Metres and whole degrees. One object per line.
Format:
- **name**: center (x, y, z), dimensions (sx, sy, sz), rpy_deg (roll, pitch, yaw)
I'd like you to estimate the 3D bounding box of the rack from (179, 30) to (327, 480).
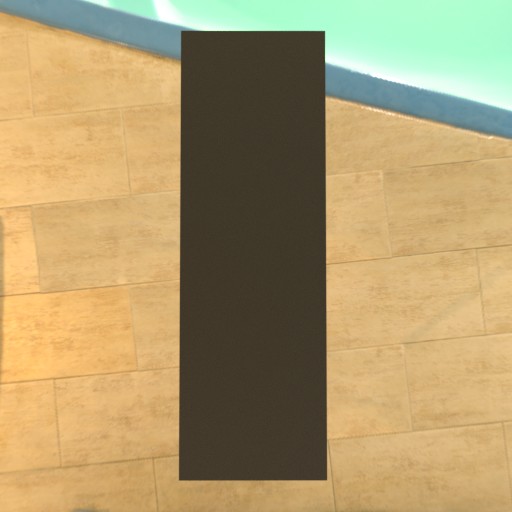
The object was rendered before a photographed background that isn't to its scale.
- **rack**: center (0.000, 0.000, 1.475), dimensions (0.399, 0.635, 1.206), rpy_deg (0, 88, 0)
